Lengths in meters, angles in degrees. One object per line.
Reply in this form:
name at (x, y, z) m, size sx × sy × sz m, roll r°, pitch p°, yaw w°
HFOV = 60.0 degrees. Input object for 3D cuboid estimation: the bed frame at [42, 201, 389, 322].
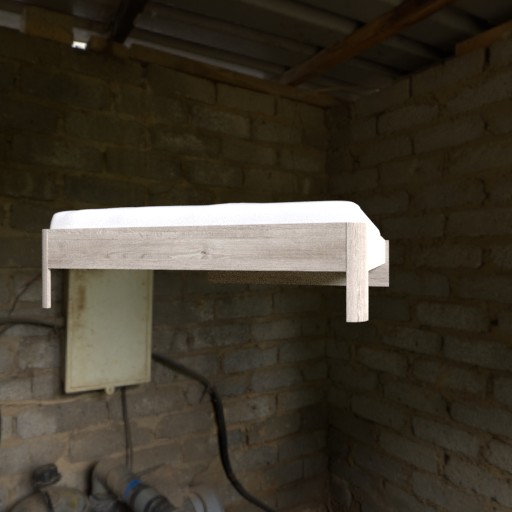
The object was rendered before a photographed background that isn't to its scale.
bed frame at (0.000, 0.000, 2.683) m, size 1.490 × 0.462 × 1.950 m, roll 0°, pitch 0°, yaw 18°
